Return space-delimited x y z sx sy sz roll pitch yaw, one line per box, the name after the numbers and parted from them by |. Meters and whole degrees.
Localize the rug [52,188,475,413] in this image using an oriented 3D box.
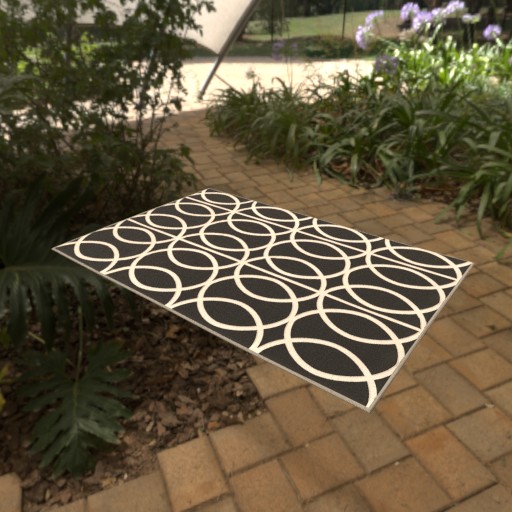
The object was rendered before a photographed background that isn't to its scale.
0.000 0.000 2.864 2.294 0.014 1.528 20 34 33 | rug
